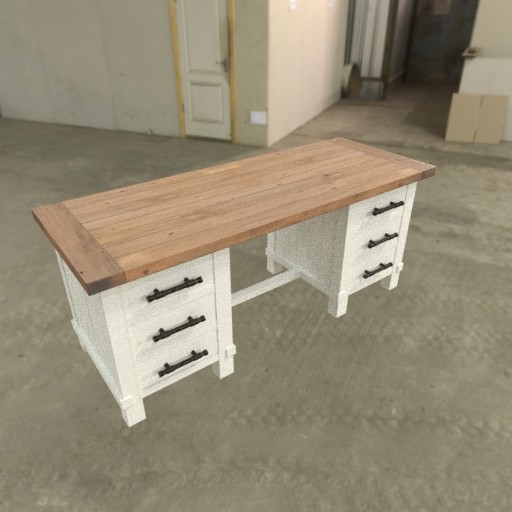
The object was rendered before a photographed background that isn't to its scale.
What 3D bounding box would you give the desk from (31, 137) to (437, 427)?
[{"bbox_3d":[0.000,0.000,2.250,1.803,0.760,0.688,-21,36,-31],"label":"desk"}]
